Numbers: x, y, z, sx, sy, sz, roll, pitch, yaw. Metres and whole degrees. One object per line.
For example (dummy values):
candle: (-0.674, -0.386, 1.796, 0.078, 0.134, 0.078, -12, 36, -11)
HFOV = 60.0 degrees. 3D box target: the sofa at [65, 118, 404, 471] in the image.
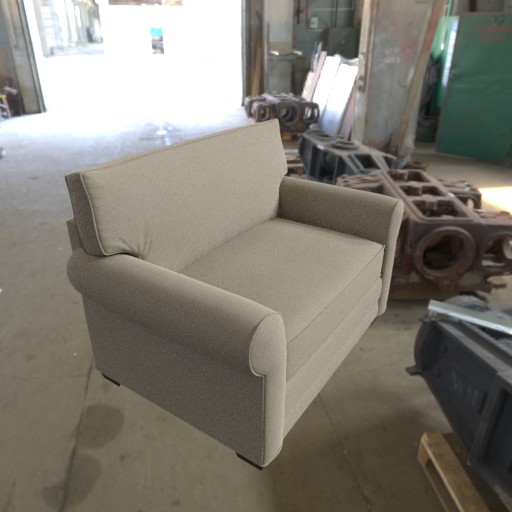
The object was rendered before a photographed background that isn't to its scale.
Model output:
sofa: (0.000, 0.000, 2.041, 0.937, 1.006, 1.405, 17, 31, 30)
